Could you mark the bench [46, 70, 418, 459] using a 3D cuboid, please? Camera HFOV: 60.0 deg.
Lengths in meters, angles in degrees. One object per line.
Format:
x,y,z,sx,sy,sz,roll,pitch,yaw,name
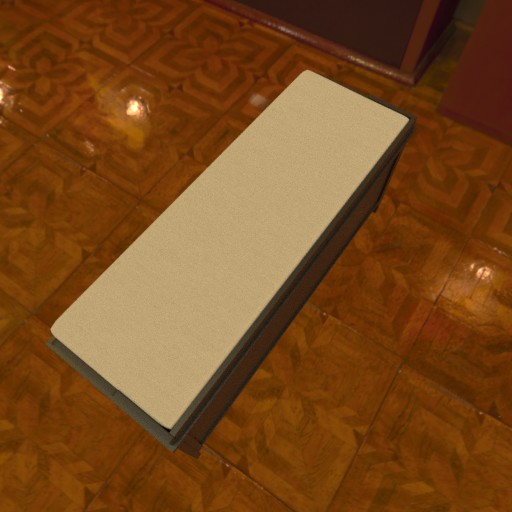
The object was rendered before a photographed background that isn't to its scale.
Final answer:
0.000,0.000,1.384,0.398,0.501,1.140,33,67,16,bench
